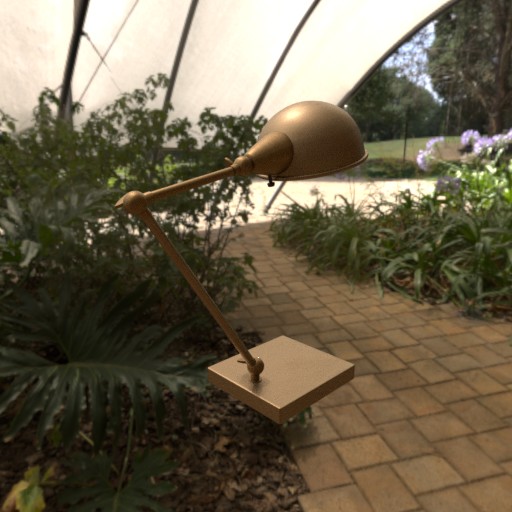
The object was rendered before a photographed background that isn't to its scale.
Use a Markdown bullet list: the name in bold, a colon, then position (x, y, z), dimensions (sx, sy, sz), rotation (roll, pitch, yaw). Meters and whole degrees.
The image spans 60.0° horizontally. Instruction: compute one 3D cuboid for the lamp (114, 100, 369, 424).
- **lamp**: position (0.000, 0.000, 0.540), dimensions (0.339, 0.371, 0.149), rotation (-13, 19, -42)
